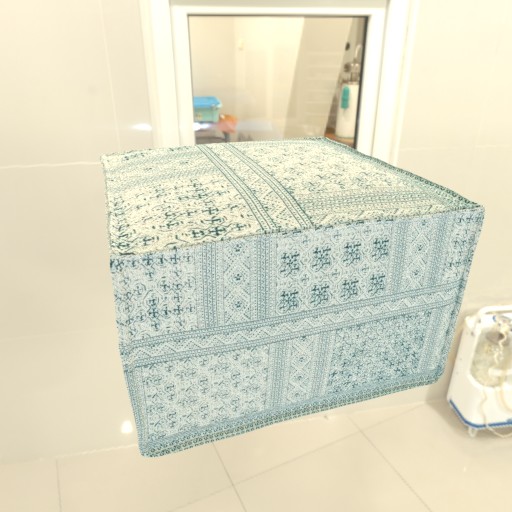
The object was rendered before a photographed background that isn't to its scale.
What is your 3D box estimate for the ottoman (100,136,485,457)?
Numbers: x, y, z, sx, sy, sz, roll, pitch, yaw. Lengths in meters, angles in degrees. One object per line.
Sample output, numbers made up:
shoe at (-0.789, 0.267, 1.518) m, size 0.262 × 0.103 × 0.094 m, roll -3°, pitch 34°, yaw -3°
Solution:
ottoman at (0.000, 0.000, 0.996) m, size 0.617 × 0.439 × 0.626 m, roll -8°, pitch 27°, yaw -17°
